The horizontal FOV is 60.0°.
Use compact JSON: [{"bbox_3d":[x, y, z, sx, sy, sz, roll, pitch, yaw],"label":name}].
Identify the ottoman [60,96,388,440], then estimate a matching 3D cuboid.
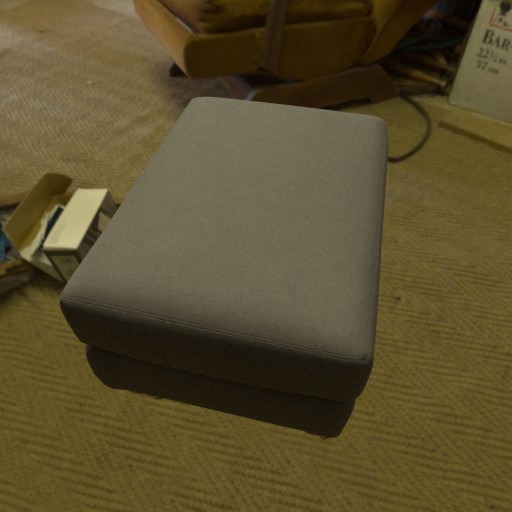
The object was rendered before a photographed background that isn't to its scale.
[{"bbox_3d":[0.000,0.000,1.122,0.574,0.497,0.773,10,48,9],"label":"ottoman"}]
